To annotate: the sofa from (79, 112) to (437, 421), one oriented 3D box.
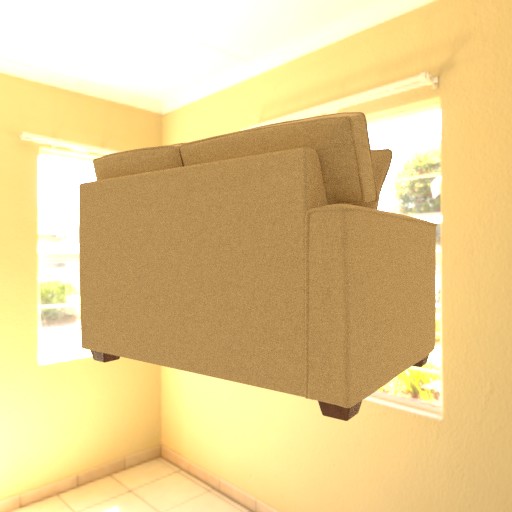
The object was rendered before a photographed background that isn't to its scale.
[{"bbox_3d":[0.000,0.000,2.065,1.388,0.989,0.991,0,1,36],"label":"sofa"}]
